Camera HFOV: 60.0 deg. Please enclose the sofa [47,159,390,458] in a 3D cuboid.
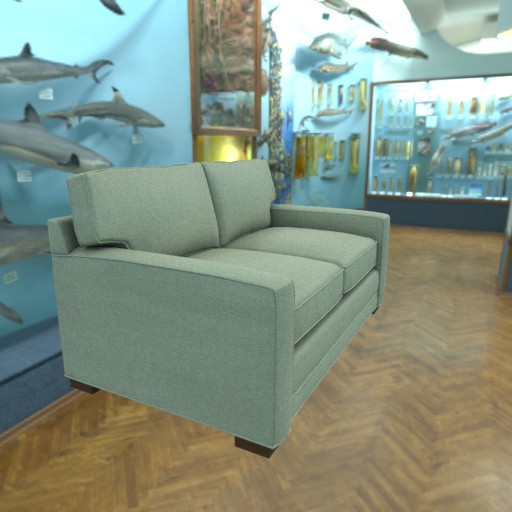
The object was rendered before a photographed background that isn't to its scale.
[{"bbox_3d":[0.000,0.000,2.077,0.940,0.853,1.484,7,16,27],"label":"sofa"}]
